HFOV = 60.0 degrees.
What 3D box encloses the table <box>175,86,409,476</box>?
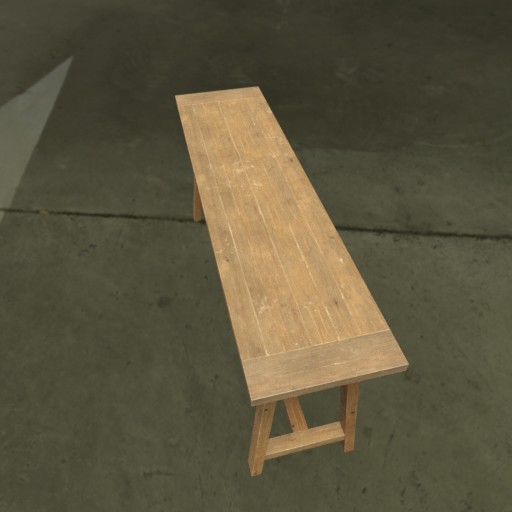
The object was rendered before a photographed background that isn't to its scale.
[{"bbox_3d":[0.000,0.000,2.131,0.465,0.810,1.800,-10,47,-9],"label":"table"}]
